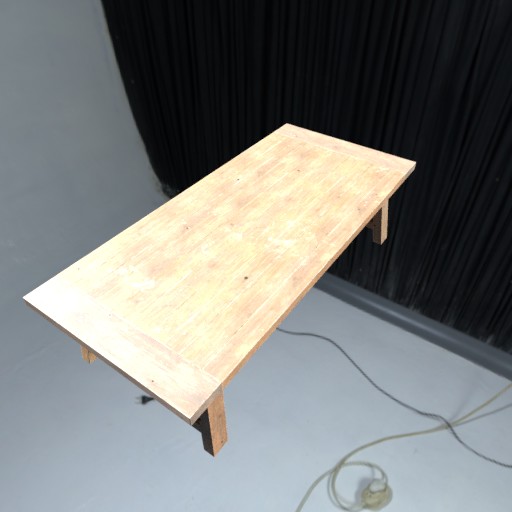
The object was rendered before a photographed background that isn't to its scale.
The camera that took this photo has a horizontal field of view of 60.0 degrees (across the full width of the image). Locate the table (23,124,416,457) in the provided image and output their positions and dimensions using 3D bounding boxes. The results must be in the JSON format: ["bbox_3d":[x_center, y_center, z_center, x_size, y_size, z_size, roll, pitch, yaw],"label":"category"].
[{"bbox_3d":[0.000,0.000,2.152,0.820,0.465,1.800,25,47,26],"label":"table"}]
